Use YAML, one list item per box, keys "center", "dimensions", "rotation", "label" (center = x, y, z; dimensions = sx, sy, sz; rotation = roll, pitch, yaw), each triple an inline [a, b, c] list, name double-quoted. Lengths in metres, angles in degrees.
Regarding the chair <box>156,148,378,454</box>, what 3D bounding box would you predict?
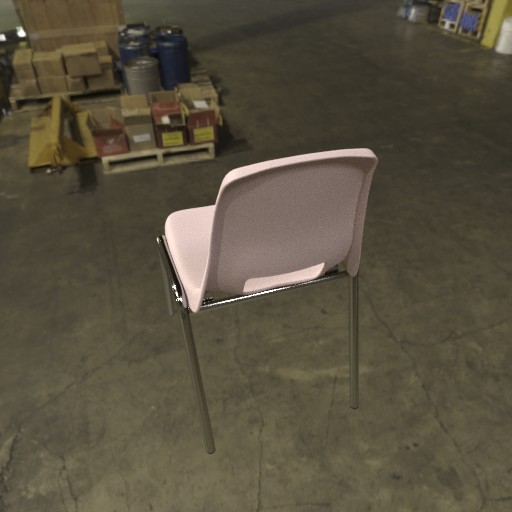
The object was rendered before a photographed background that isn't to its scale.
- center: [0.000, 0.000, 0.919]
  dimensions: [0.381, 0.653, 0.436]
  rotation: [-12, 41, -14]
  label: "chair"
